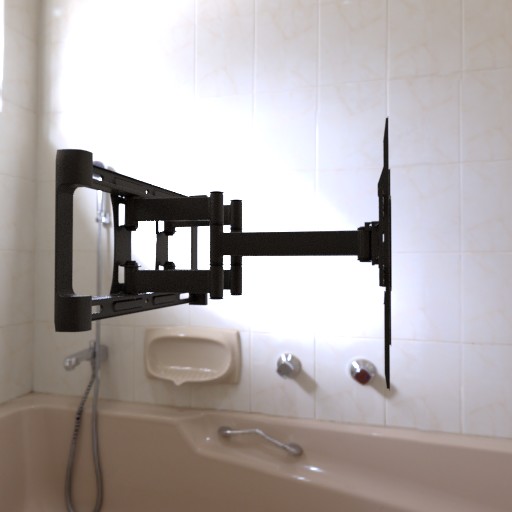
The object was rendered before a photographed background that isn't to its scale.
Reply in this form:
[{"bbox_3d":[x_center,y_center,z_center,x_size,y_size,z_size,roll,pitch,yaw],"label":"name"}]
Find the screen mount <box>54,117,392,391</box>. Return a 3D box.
[{"bbox_3d":[0.000,0.000,0.951,0.556,0.424,0.571,0,-1,17],"label":"screen mount"}]
